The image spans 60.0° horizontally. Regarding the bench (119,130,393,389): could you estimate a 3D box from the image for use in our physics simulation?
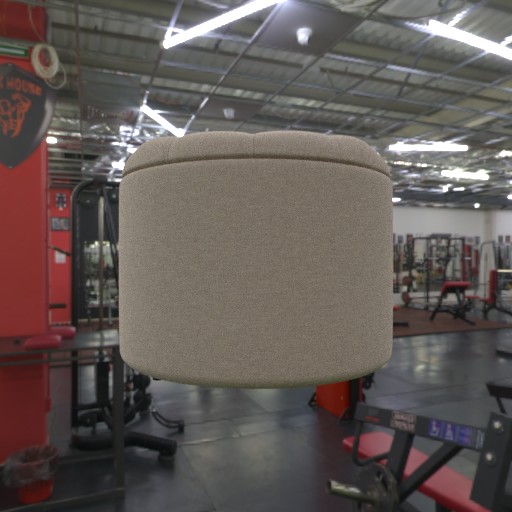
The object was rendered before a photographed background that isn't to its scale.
[{"bbox_3d":[0.000,0.000,1.015,0.600,0.454,0.600,0,0,0],"label":"bench"}]
